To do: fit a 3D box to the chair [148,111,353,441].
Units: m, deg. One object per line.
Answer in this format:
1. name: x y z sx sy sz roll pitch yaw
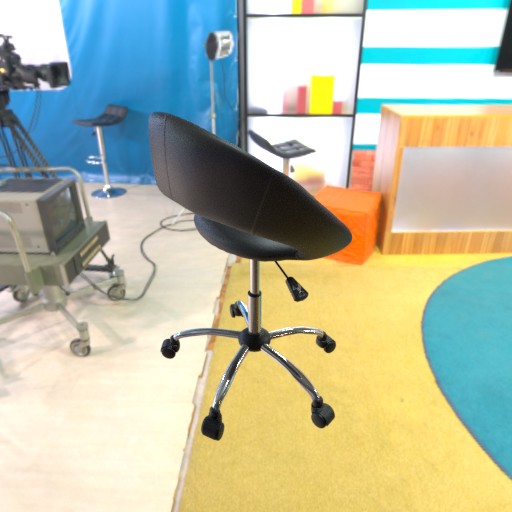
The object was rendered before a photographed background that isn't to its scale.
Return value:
1. chair: 0.000 0.000 1.205 0.538 0.791 0.612 -18 32 -31
